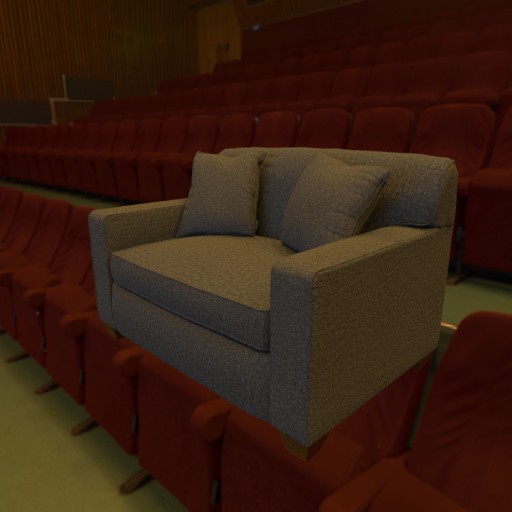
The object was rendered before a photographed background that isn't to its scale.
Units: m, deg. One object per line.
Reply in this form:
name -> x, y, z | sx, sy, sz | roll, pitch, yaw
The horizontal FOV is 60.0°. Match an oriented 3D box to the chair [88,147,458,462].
chair -> 0.000, 0.000, 2.023 | 1.383, 0.948, 1.000 | 15, 22, 43
